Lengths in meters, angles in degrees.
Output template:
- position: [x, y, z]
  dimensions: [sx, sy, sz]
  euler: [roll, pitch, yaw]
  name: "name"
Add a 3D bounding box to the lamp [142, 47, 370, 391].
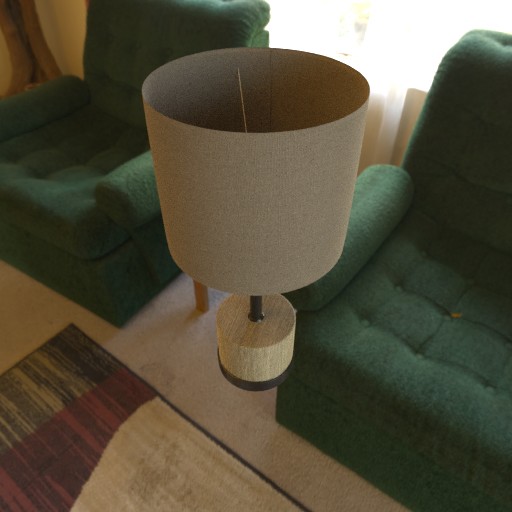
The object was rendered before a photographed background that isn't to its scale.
- position: [0.000, 0.000, 0.603]
  dimensions: [0.229, 0.470, 0.229]
  euler: [13, 43, 14]
  name: "lamp"
